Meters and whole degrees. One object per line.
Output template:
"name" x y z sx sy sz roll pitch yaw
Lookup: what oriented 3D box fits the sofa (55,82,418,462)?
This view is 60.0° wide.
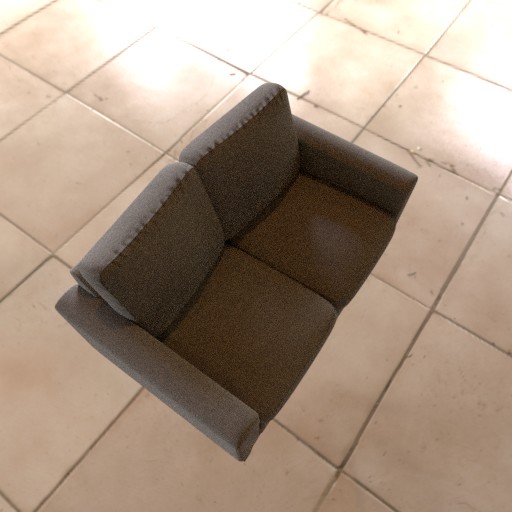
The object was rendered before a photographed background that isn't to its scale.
"sofa" 0.000 0.000 1.993 0.917 0.873 1.420 31 65 17
